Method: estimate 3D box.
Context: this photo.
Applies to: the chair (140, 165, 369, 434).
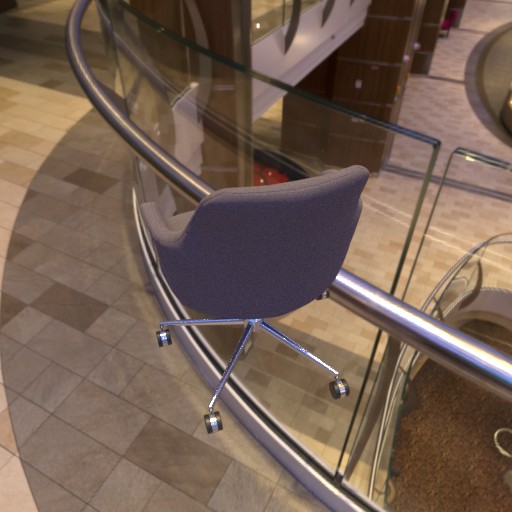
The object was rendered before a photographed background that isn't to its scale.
[{"bbox_3d":[0.000,0.000,1.285,0.655,0.820,0.600,-12,44,-13],"label":"chair"}]
